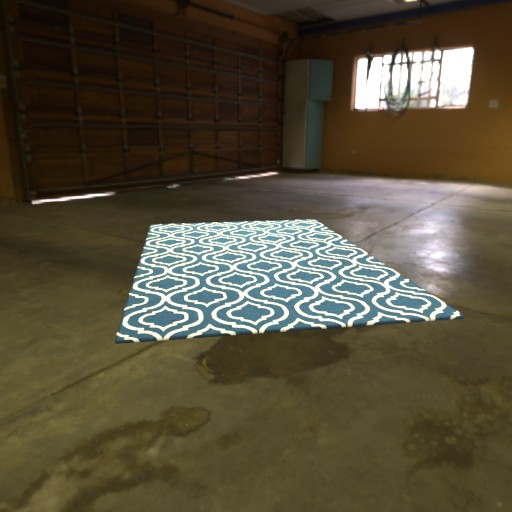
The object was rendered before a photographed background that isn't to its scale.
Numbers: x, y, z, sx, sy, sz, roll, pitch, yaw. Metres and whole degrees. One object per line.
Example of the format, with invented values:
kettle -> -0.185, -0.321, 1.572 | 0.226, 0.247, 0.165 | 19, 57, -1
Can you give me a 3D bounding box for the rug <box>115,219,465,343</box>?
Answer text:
rug -> 0.000, 0.000, 2.236 | 1.143, 0.010, 1.753 | -3, 16, -9
